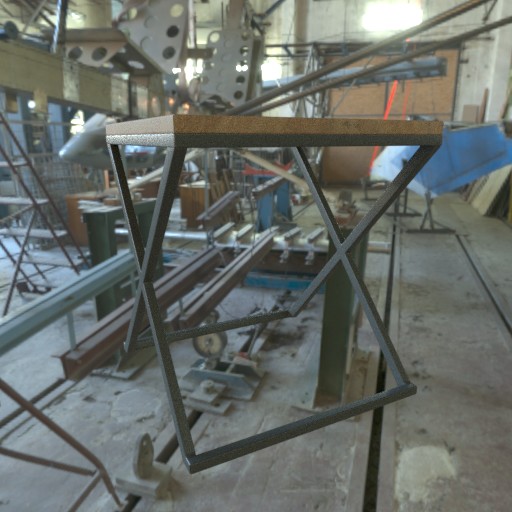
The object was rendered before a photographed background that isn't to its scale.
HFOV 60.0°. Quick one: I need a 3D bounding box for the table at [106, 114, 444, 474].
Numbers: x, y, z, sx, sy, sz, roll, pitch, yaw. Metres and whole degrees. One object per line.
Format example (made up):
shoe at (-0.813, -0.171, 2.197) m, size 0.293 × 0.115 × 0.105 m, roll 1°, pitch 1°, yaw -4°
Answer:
table at (0.000, 0.000, 0.956) m, size 0.499 × 0.550 × 0.498 m, roll -8°, pitch 17°, yaw -27°
